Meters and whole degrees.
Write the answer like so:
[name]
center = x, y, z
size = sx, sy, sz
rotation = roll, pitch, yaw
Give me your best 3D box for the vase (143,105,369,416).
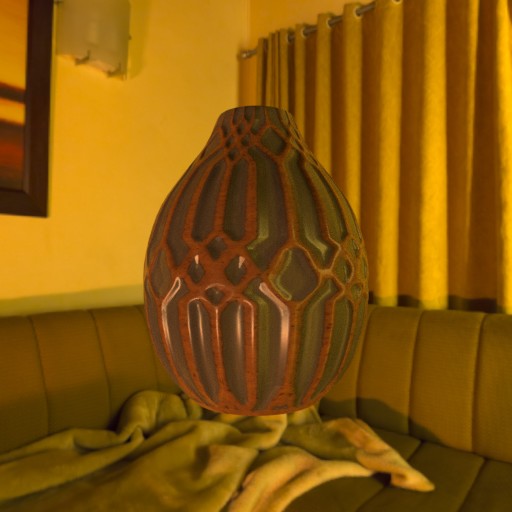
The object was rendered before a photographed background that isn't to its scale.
[vase]
center = 0.000, 0.000, 0.140
size = 0.069, 0.088, 0.069
rotation = 0, 0, 0
